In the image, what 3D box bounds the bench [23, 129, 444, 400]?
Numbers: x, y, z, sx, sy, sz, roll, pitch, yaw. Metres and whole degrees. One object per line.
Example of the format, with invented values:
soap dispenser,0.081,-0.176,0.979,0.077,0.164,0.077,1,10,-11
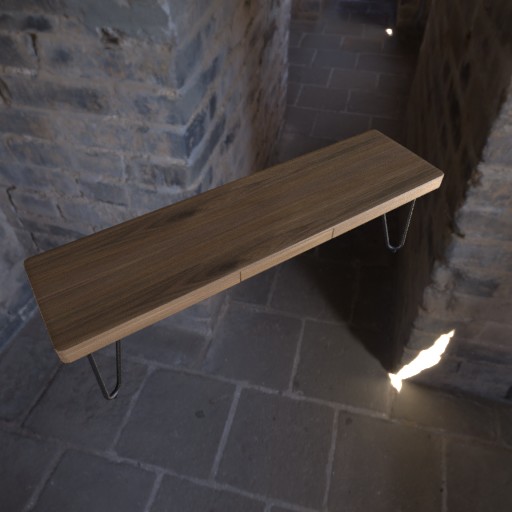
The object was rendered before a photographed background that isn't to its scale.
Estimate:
bench,0.000,0.000,1.800,1.570,0.462,0.425,-25,51,-22
